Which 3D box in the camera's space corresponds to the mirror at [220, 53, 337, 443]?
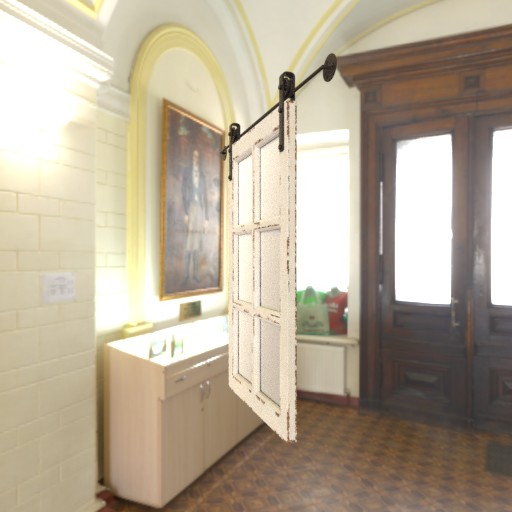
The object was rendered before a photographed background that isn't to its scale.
[{"bbox_3d":[0.000,0.000,1.217,0.037,0.844,0.808,0,0,-20],"label":"mirror"}]
